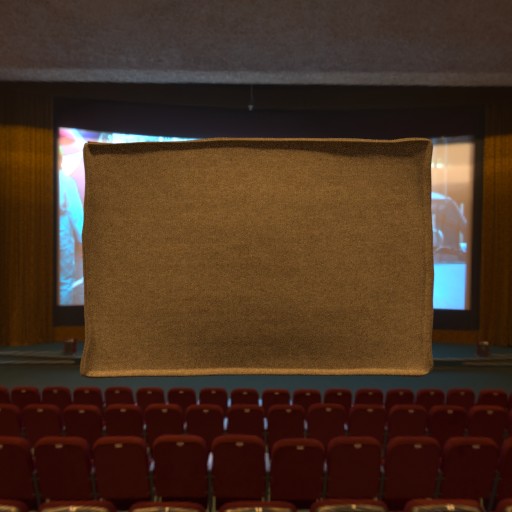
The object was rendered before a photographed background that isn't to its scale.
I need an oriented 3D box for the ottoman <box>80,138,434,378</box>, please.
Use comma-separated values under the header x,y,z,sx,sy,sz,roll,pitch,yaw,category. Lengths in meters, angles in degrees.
x,y,z,sx,sy,sz,roll,pitch,yaw,category
0.000,0.000,1.167,0.707,0.470,0.696,0,0,-1,ottoman
